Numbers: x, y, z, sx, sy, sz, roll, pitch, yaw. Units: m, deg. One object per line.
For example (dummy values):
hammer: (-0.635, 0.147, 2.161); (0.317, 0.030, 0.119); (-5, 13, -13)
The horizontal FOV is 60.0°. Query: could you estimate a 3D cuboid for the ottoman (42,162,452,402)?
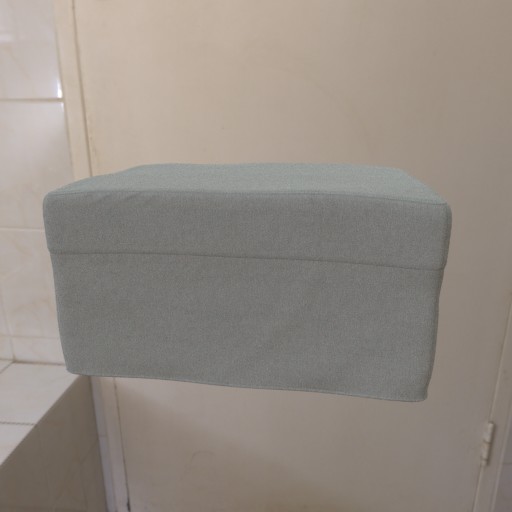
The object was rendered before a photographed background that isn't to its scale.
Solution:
ottoman: (0.000, 0.000, 1.224); (0.833, 0.461, 0.648); (2, 17, 8)
